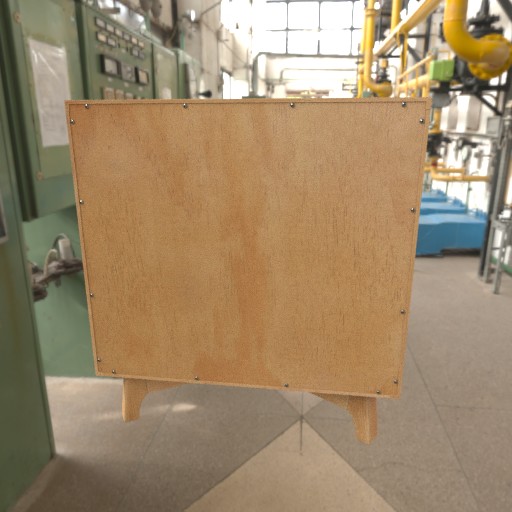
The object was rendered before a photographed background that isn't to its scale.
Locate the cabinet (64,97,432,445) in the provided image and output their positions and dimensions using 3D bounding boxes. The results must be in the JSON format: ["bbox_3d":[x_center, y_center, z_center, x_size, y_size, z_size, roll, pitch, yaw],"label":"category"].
[{"bbox_3d":[0.000,0.000,0.927,0.551,0.599,0.394,2,16,8],"label":"cabinet"}]
